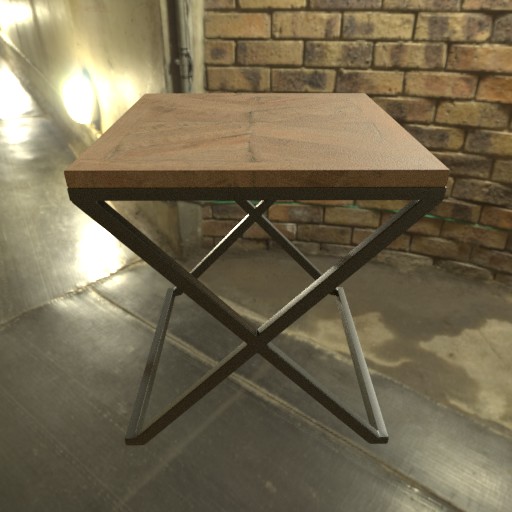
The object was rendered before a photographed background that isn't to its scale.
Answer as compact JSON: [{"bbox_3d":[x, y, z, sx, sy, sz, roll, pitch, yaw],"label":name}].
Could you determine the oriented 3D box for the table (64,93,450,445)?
[{"bbox_3d":[0.000,0.000,0.917,0.498,0.550,0.499,0,31,0],"label":"table"}]
